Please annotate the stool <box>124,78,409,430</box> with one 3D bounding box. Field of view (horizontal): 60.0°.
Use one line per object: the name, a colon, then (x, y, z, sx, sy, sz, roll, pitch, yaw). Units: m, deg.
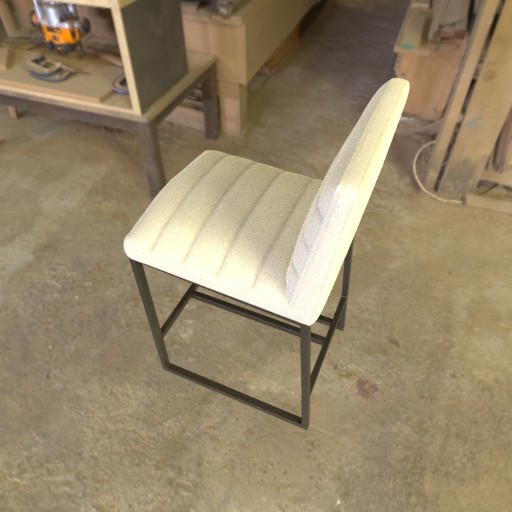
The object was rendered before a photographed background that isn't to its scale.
stool: (0.000, 0.000, 1.270, 0.567, 0.971, 0.459, 18, 49, 16)
